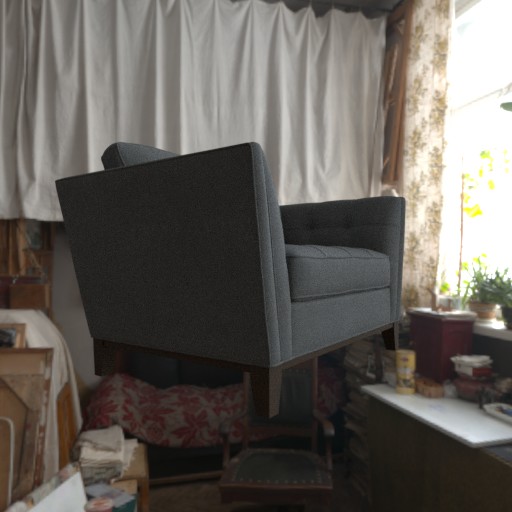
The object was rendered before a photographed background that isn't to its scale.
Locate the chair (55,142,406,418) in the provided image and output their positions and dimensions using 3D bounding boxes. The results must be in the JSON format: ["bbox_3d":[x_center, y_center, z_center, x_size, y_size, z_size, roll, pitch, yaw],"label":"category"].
[{"bbox_3d":[0.000,0.000,2.032,0.965,0.942,1.396,0,0,35],"label":"chair"}]
